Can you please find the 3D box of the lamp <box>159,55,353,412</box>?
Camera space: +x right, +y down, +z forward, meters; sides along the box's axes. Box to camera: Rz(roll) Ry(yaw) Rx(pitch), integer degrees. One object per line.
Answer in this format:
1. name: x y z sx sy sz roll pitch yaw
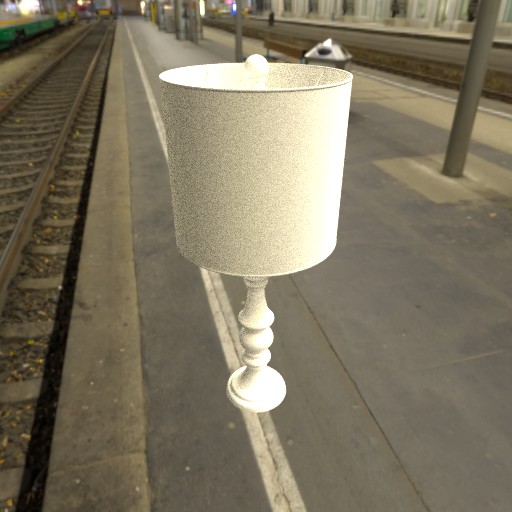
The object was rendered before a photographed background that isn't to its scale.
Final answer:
1. lamp: 0.000 0.000 0.720 0.250 0.597 0.250 -20 35 -31
